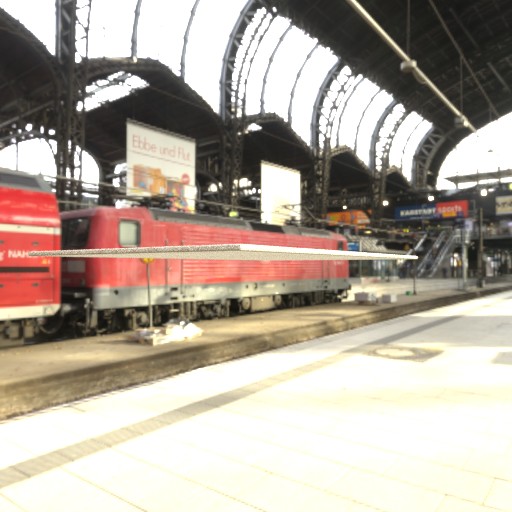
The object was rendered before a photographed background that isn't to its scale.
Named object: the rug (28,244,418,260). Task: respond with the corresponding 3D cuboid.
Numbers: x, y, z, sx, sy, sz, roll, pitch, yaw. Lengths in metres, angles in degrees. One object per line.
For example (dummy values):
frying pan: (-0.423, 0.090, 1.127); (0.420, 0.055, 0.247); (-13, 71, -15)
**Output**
rug: (0.000, 0.000, 3.538); (1.778, 0.030, 2.743); (-1, -2, 35)
